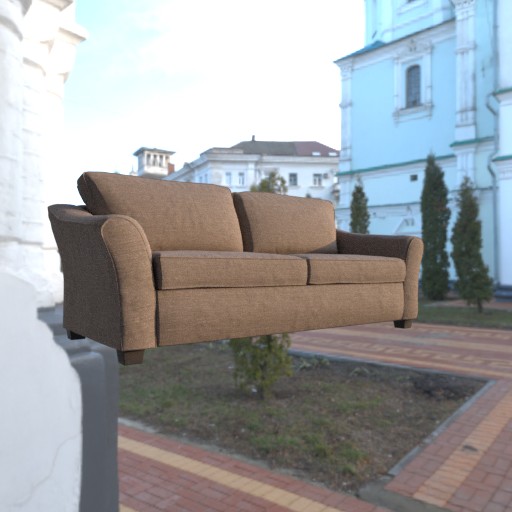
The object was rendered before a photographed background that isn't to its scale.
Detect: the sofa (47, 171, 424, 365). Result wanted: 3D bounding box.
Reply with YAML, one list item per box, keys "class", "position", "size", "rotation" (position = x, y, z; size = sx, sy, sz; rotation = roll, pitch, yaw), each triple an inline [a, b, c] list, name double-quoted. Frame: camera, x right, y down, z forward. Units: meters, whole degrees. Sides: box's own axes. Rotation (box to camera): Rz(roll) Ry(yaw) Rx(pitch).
- class: "sofa"
  position: [0.000, 0.000, 2.788]
  size: [2.270, 0.965, 0.980]
  rotation: [1, -2, -36]
